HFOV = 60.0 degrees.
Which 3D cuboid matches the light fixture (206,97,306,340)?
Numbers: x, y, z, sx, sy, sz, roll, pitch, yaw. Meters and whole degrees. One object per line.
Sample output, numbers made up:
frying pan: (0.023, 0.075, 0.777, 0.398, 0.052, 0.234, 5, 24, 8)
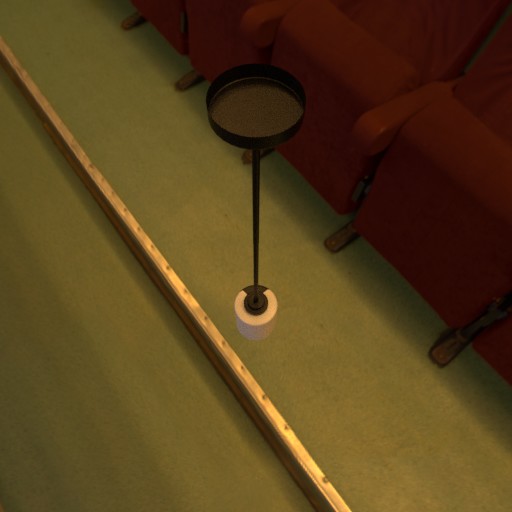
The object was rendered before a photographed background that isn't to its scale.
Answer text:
light fixture: (0.000, 0.000, 0.930, 0.123, 0.863, 0.123, -35, 68, -16)
